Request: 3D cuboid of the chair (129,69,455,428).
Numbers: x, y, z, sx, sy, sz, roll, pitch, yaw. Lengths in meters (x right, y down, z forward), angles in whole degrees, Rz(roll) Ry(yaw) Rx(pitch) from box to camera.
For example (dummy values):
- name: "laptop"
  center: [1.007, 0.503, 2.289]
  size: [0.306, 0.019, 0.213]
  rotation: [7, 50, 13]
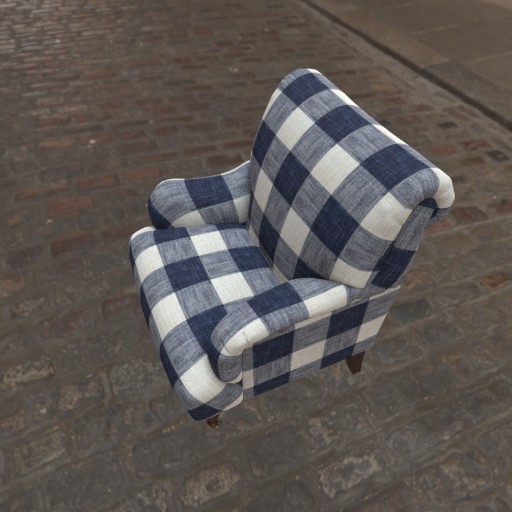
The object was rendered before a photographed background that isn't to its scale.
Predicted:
- name: "chair"
  center: [0.000, 0.000, 1.570]
  size: [0.848, 0.953, 0.781]
  rotation: [-18, 49, -16]
